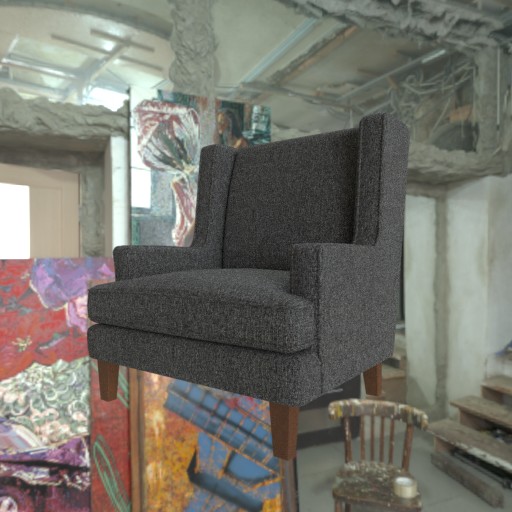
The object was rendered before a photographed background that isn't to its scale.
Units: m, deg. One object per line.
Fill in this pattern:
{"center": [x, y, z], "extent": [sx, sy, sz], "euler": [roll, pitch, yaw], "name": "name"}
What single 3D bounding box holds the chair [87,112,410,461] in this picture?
{"center": [0.000, 0.000, 1.761], "extent": [0.942, 1.082, 0.927], "euler": [0, 1, 36], "name": "chair"}
